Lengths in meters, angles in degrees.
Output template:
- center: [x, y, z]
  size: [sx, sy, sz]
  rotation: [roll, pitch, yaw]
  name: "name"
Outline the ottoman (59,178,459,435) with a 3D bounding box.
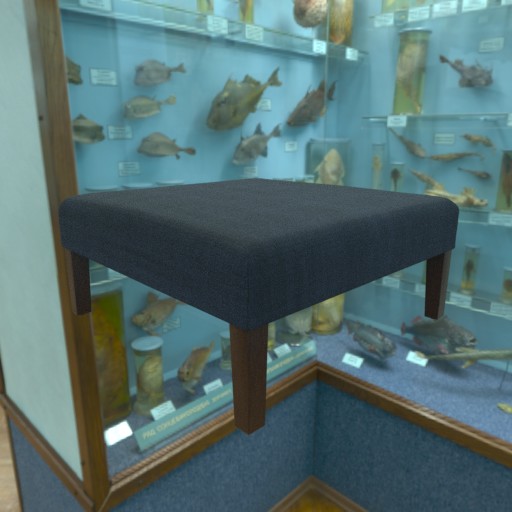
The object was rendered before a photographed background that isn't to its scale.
- center: [0.000, 0.000, 1.411]
  size: [0.889, 0.411, 0.890]
  rotation: [-14, 21, -42]
  name: "ottoman"
